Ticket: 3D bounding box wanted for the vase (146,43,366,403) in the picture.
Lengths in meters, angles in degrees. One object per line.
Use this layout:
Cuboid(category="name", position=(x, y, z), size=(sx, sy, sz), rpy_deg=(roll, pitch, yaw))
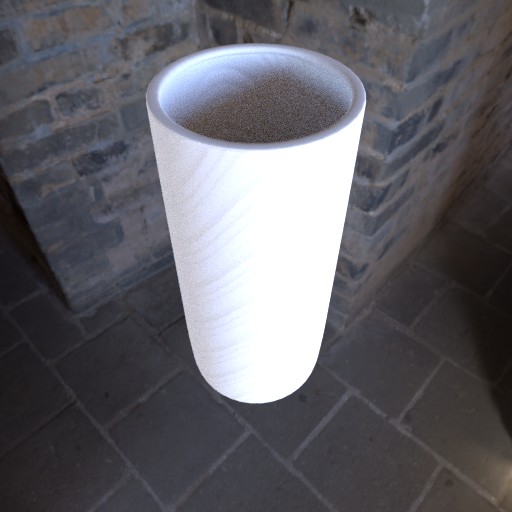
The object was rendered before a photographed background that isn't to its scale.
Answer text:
Cuboid(category="vase", position=(0.000, 0.000, 0.396), size=(0.143, 0.316, 0.143), rpy_deg=(0, 48, 0))
